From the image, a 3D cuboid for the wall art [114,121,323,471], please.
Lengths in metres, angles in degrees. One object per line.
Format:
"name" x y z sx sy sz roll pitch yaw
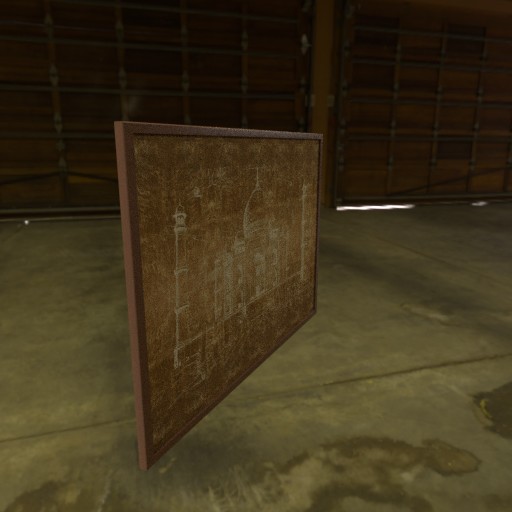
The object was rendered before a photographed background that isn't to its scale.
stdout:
"wall art" 0.000 0.000 0.832 0.014 0.455 0.660 7 16 27
